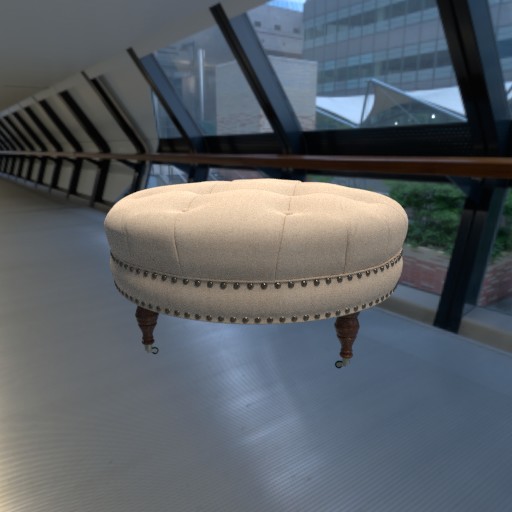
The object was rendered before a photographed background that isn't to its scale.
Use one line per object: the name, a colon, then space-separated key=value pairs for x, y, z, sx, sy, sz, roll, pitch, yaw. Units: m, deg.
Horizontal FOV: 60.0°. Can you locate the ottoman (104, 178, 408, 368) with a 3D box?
ottoman: x=0.000 y=0.000 z=1.462 sx=0.940 sy=0.483 sz=0.940 roll=0 pitch=15 yaw=0
